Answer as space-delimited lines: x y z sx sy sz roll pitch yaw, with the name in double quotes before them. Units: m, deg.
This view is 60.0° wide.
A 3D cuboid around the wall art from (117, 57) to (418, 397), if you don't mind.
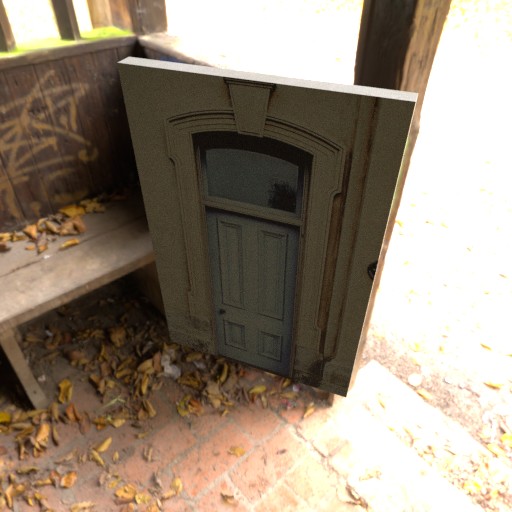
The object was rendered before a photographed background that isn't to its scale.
"wall art" 0.000 0.000 0.968 0.508 0.764 0.038 14 42 16
